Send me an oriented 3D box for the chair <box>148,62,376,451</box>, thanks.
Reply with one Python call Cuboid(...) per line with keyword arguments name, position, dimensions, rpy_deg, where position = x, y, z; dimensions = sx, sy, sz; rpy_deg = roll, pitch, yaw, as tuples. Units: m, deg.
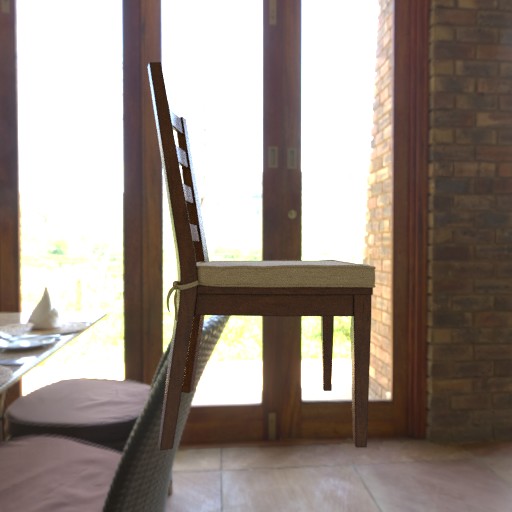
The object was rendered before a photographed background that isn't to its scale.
Cuboid(name="chair", position=(0.000, 0.000, 1.366), dimensions=(0.595, 0.979, 0.593), rpy_deg=(0, 1, -2))
